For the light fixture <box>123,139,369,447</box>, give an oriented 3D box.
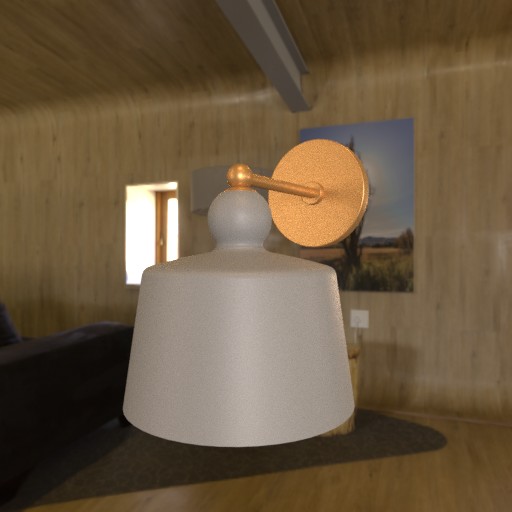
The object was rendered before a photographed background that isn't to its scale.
[{"bbox_3d":[0.000,0.000,0.422,0.204,0.268,0.254,0,1,36],"label":"light fixture"}]
